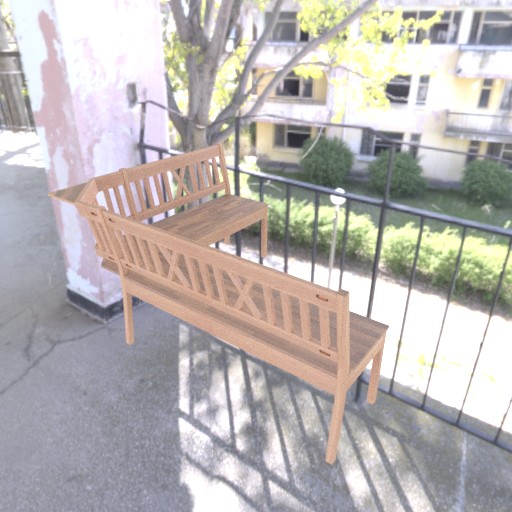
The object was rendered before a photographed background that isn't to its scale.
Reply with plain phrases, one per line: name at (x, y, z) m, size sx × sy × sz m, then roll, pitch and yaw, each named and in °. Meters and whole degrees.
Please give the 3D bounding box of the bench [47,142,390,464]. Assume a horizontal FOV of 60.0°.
bench at (0.000, 0.000, 2.792) m, size 1.937 × 0.902 × 1.537 m, roll 19°, pitch 32°, yaw 33°
